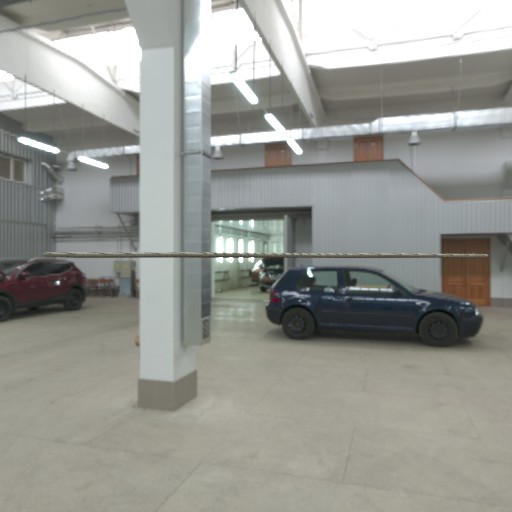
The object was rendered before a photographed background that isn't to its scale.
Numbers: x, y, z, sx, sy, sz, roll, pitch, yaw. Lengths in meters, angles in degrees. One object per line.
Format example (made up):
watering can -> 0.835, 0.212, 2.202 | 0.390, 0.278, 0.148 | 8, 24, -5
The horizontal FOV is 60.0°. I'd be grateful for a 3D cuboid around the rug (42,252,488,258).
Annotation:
rug -> 0.000, 0.000, 2.972 | 2.406, 0.023, 1.539 | 0, 0, -18
